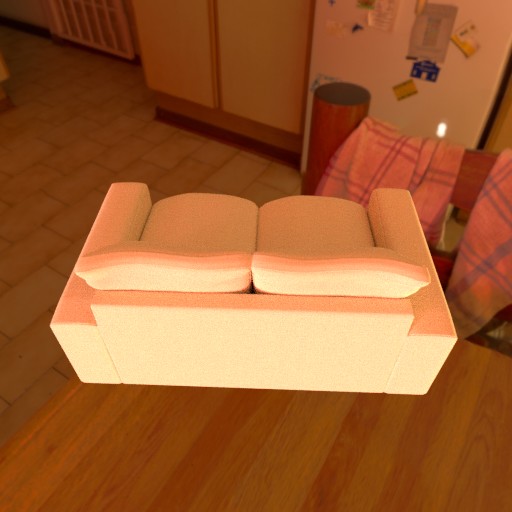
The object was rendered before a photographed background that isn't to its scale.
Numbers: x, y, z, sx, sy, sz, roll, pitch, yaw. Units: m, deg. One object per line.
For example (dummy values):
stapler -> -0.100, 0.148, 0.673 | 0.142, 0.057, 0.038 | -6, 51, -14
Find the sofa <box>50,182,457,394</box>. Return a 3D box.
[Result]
sofa -> 0.000, 0.000, 2.337 | 1.754, 0.875, 1.091 | 2, 46, 2
